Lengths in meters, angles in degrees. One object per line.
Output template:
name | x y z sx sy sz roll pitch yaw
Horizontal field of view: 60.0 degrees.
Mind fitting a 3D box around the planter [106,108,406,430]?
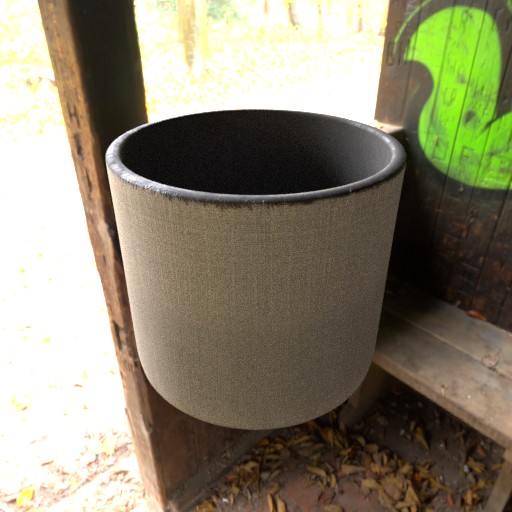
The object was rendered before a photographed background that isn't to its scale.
planter | 0.000 0.000 0.383 0.221 0.201 0.221 0 31 0
